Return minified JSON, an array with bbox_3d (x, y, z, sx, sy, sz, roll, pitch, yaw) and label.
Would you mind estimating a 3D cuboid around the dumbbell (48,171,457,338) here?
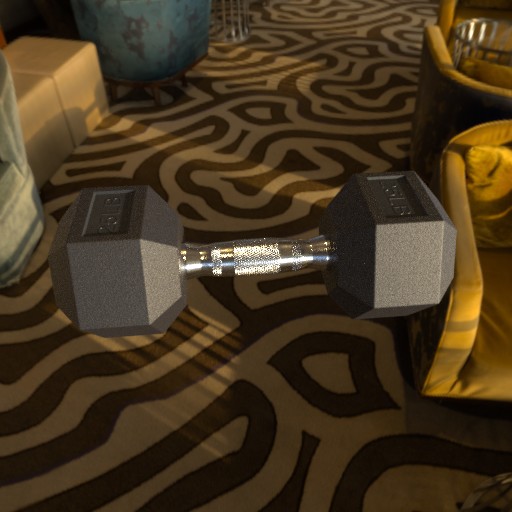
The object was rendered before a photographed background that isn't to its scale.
[{"bbox_3d":[0.000,0.000,0.378,0.315,0.113,0.129,-4,45,-4],"label":"dumbbell"}]
